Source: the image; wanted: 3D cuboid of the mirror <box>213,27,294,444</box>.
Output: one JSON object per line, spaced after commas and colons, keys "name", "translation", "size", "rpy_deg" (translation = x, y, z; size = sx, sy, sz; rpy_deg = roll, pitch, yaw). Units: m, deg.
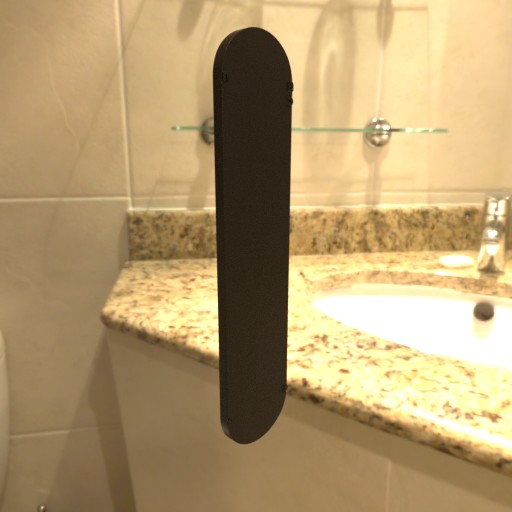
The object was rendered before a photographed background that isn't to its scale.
{"name": "mirror", "translation": [0.000, 0.000, 1.057], "size": [0.032, 0.991, 0.222], "rpy_deg": [13, 19, 42]}
